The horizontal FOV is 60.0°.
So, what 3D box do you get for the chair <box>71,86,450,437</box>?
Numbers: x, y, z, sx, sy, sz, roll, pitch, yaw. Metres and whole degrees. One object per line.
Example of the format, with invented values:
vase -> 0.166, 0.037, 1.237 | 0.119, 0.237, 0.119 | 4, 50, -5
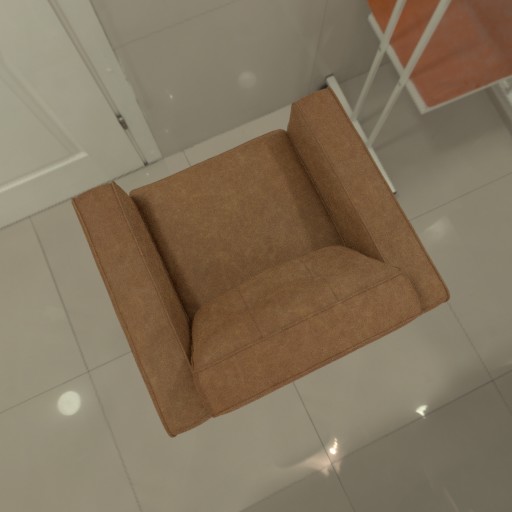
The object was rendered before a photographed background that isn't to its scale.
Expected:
chair -> 0.000, 0.000, 1.760 | 1.118, 0.782, 0.952 | -25, 78, -6
